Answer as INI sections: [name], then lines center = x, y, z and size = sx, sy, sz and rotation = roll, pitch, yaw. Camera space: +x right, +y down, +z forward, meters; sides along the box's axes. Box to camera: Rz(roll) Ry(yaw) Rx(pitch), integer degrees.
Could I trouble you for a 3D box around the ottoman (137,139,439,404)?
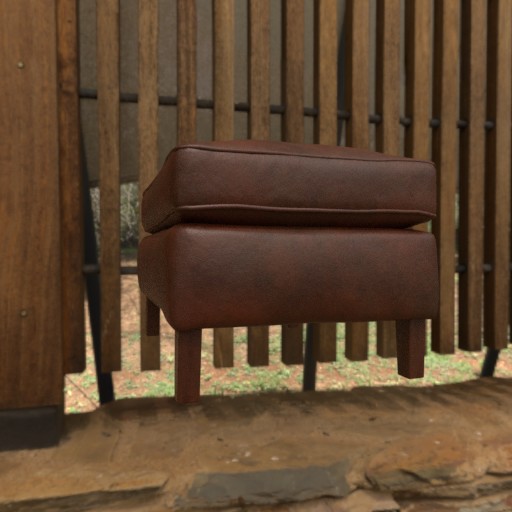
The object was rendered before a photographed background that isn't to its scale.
[ottoman]
center = 0.000, 0.000, 1.004
size = 0.501, 0.432, 0.665
rotation = 0, 1, -18
